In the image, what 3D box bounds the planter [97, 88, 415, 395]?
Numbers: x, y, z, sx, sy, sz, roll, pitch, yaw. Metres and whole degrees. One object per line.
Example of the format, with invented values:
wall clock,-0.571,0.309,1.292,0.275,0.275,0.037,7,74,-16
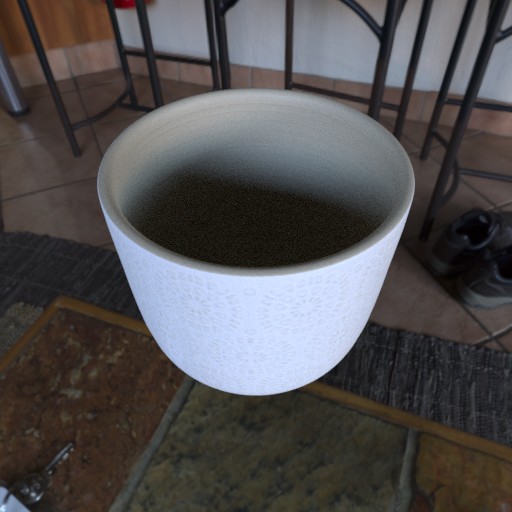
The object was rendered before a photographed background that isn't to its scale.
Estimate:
planter,0.000,0.000,0.366,0.208,0.190,0.208,0,47,0
